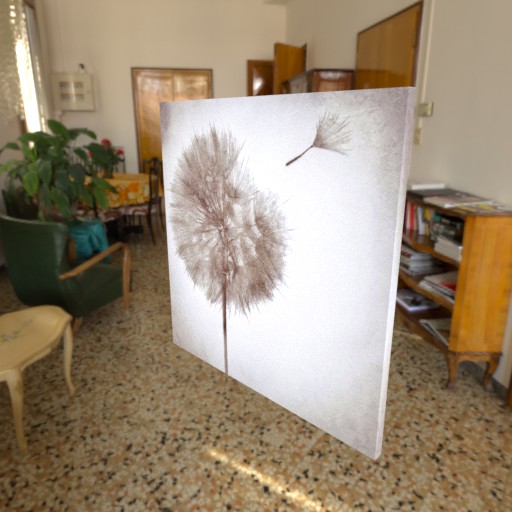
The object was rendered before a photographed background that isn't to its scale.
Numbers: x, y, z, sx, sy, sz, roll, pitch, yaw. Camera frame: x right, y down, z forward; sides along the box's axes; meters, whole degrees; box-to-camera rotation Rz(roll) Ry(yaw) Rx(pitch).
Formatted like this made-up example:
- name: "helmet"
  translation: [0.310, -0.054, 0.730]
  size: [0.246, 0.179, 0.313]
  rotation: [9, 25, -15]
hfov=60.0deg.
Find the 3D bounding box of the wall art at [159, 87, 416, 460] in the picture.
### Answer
- name: "wall art"
  translation: [0.000, 0.000, 1.125]
  size: [0.027, 0.762, 0.762]
  rotation: [-16, 23, -42]
